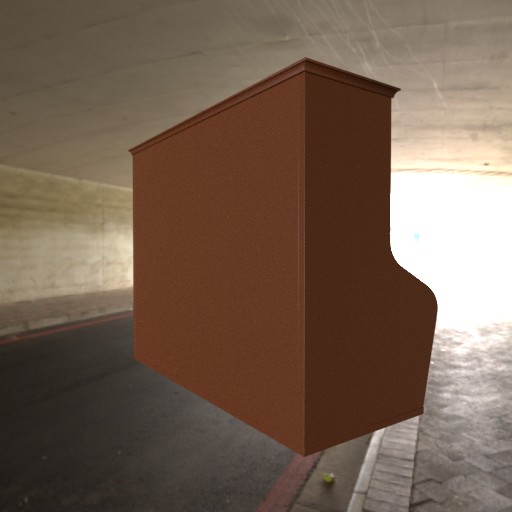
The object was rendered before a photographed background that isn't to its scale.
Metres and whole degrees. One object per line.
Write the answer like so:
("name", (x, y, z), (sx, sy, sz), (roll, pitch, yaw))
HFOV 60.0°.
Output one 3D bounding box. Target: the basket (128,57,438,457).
("basket", (0.000, 0.000, 1.115), (0.376, 0.625, 0.792), (-1, 1, -35))
